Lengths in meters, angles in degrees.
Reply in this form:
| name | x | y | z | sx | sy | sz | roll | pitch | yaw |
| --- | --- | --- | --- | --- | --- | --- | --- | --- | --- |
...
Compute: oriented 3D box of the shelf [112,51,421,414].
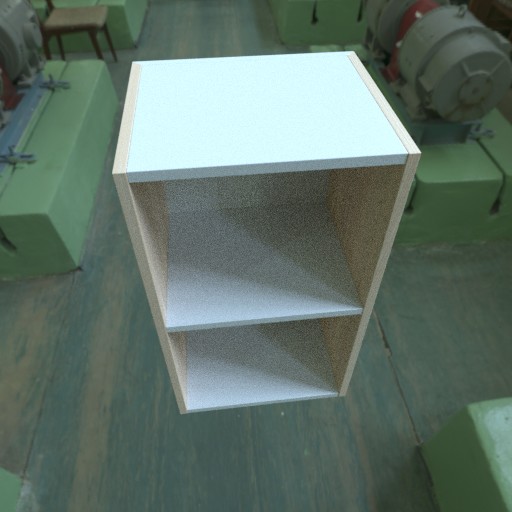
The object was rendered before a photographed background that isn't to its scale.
| name | x | y | z | sx | sy | sz | roll | pitch | yaw |
| --- | --- | --- | --- | --- | --- | --- | --- | --- | --- |
| shelf | 0.000 | 0.000 | 0.808 | 0.350 | 0.600 | 0.290 | -5 | 46 | -5 |
